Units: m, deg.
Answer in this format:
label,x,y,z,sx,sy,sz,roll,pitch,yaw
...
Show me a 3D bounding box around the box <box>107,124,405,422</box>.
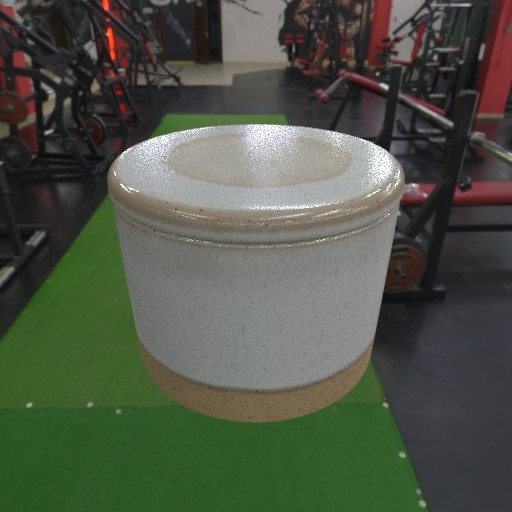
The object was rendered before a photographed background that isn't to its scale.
label,x,y,z,sx,sy,sz,roll,pitch,yaw
box,0.000,0.000,0.266,0.154,0.123,0.154,0,29,0
